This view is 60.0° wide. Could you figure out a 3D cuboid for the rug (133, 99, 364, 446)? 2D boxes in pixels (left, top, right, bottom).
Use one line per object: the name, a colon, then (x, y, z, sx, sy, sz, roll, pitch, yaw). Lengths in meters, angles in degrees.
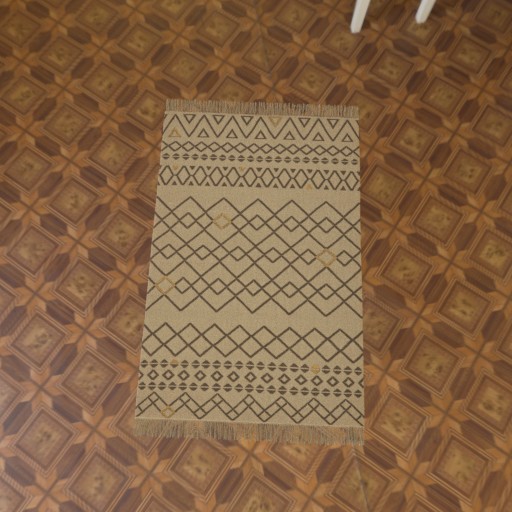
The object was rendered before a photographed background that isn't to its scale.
rug: (0.000, 0.000, 3.141, 1.495, 0.035, 2.472, 2, 76, 1)
